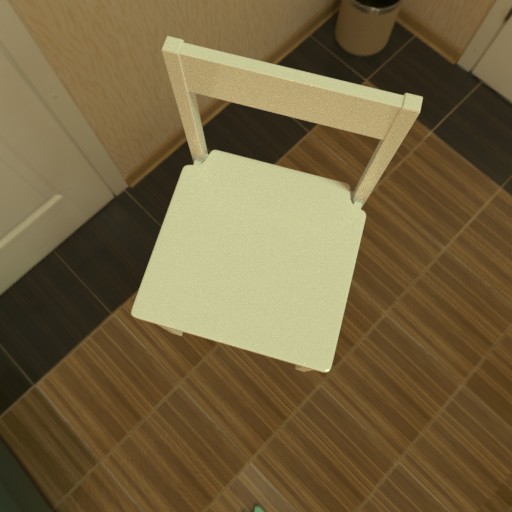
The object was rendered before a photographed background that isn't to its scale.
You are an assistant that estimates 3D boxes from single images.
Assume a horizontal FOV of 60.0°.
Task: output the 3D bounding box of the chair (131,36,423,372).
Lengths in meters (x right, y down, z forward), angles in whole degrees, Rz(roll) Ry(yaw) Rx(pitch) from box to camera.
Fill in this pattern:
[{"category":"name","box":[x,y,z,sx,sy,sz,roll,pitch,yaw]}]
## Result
[{"category":"chair","box":[0.000,0.000,0.867,0.367,0.668,0.361,15,75,4]}]
